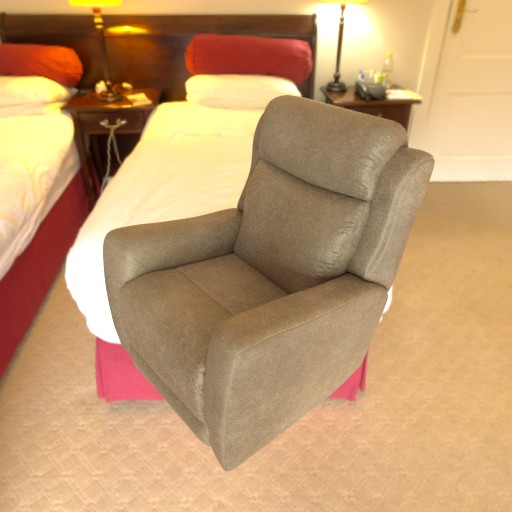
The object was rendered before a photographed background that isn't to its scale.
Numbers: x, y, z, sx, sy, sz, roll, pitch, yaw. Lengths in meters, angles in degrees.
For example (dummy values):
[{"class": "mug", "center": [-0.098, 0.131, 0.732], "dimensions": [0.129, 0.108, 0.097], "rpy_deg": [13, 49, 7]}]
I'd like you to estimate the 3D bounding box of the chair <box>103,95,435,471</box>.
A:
[{"class": "chair", "center": [0.000, 0.000, 1.902], "dimensions": [1.068, 1.116, 0.965], "rpy_deg": [-24, 40, -32]}]
